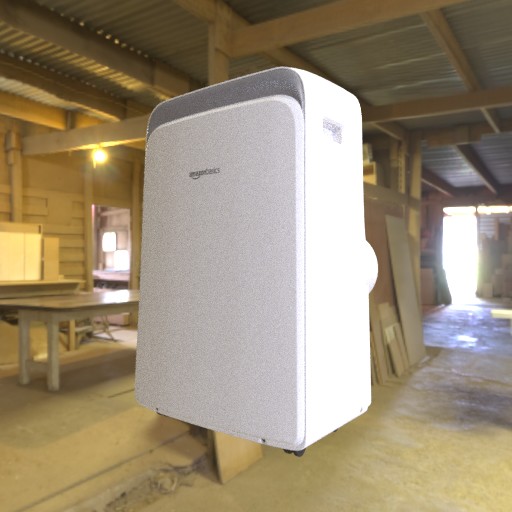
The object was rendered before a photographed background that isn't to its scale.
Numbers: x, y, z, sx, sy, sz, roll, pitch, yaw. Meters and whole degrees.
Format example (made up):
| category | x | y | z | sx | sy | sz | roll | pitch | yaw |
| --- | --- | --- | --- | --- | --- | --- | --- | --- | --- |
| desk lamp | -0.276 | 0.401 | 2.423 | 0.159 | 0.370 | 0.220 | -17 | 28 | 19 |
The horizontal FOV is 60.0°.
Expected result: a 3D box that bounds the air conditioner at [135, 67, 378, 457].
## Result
| category | x | y | z | sx | sy | sz | roll | pitch | yaw |
| --- | --- | --- | --- | --- | --- | --- | --- | --- | --- |
| air conditioner | 0.000 | 0.000 | 0.968 | 0.454 | 0.700 | 0.365 | 0 | 0 | 36 |
